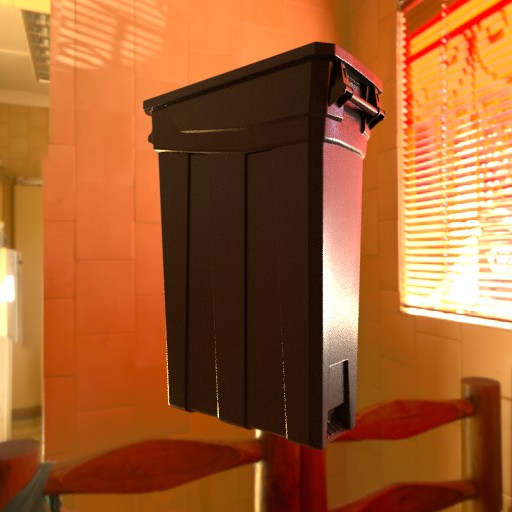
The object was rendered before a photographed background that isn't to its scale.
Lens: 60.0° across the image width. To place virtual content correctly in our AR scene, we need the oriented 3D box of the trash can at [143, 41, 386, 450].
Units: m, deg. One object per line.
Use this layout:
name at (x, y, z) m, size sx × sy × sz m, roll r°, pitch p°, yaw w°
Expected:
trash can at (0.000, 0.000, 1.046) m, size 0.559 × 0.762 × 0.281 m, roll -1°, pitch -1°, yaw 38°
